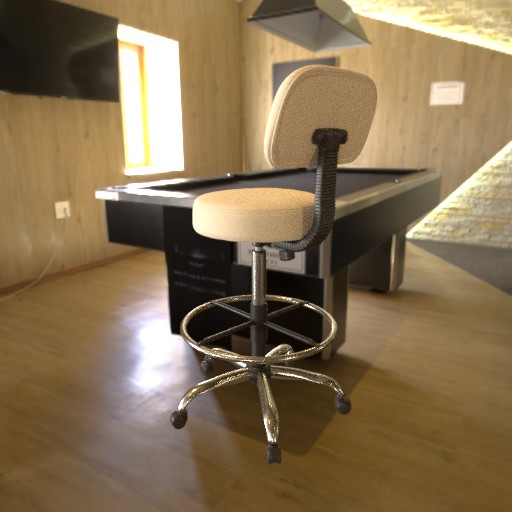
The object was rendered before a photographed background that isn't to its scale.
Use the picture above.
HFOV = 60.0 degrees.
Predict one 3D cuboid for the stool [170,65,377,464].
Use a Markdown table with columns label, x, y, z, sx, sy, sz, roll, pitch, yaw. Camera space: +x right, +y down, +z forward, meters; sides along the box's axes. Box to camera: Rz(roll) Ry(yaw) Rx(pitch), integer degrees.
| label | x | y | z | sx | sy | sz | roll | pitch | yaw |
| --- | --- | --- | --- | --- | --- | --- | --- | --- | --- |
| stool | 0.000 | 0.000 | 1.439 | 0.609 | 1.080 | 0.616 | -14 | 21 | -42 |
